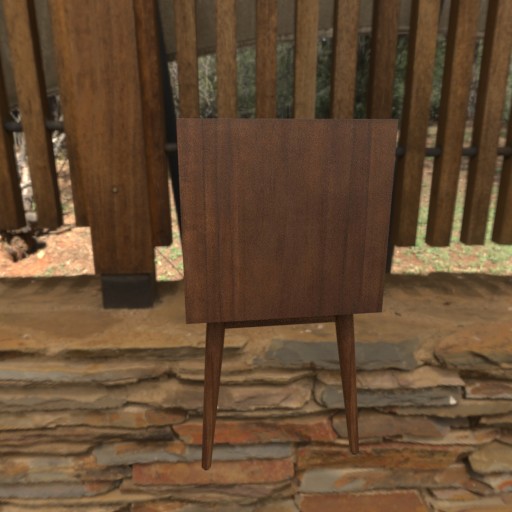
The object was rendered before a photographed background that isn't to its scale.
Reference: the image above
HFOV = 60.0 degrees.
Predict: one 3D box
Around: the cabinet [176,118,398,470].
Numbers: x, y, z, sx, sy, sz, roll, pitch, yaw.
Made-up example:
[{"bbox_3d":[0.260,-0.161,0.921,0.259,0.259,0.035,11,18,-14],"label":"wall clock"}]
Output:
[{"bbox_3d":[0.000,0.000,1.133,0.354,0.654,0.743,-2,16,-8],"label":"cabinet"}]
